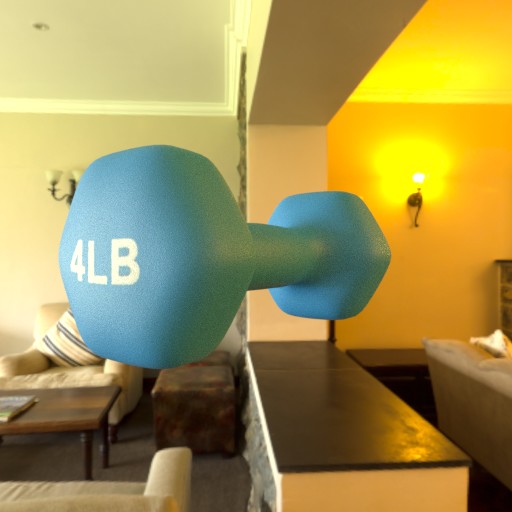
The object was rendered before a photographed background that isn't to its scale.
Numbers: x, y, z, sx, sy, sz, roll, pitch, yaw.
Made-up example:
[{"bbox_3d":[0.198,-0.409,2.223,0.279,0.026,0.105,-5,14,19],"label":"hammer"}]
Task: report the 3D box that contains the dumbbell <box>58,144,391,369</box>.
[{"bbox_3d":[0.000,0.000,0.188,0.074,0.066,0.152,0,0,37],"label":"dumbbell"}]
